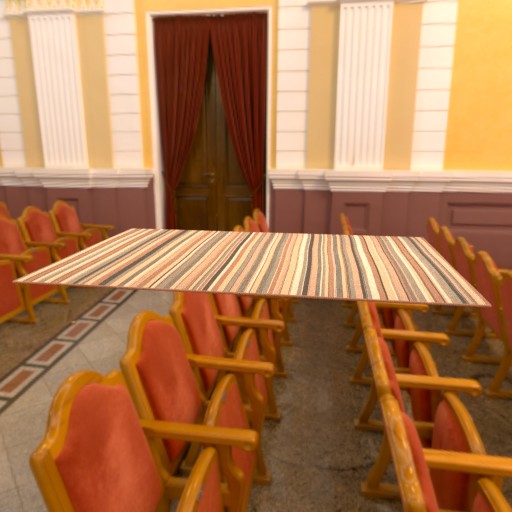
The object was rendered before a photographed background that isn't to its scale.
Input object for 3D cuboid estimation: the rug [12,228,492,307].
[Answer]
[{"bbox_3d":[0.000,0.000,2.949,2.438,0.014,1.523,2,15,8],"label":"rug"}]
